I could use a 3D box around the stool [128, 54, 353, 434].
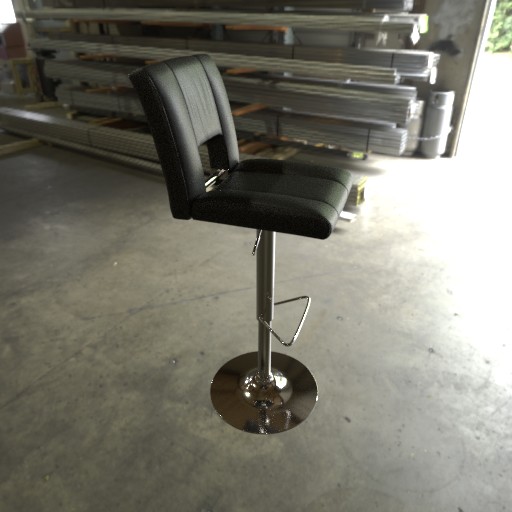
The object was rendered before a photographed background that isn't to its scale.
[{"bbox_3d":[0.000,0.000,1.417,0.520,1.151,0.415,9,31,16],"label":"stool"}]
